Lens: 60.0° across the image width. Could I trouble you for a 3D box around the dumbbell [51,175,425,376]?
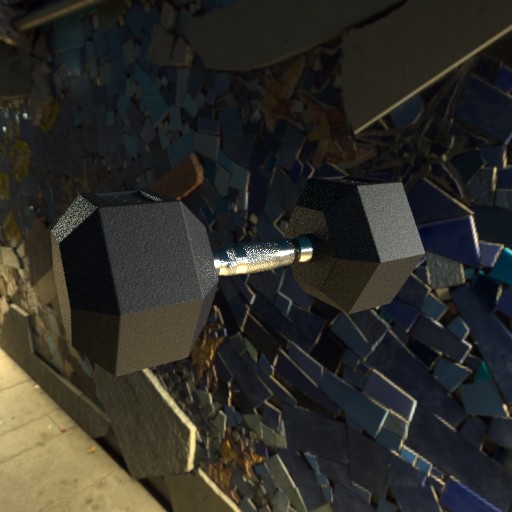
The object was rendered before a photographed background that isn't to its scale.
[{"bbox_3d":[0.000,0.000,0.442,0.361,0.137,0.157,-9,19,-29],"label":"dumbbell"}]
